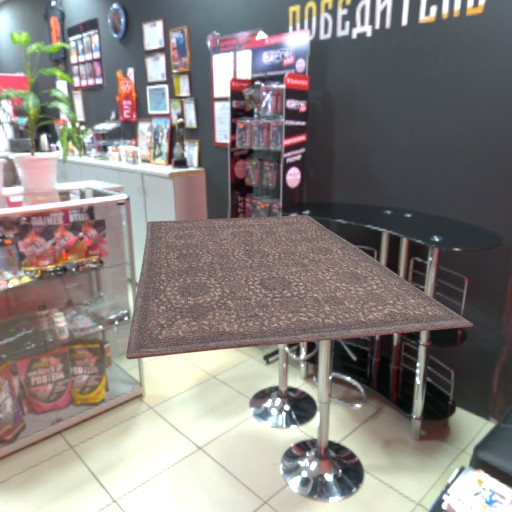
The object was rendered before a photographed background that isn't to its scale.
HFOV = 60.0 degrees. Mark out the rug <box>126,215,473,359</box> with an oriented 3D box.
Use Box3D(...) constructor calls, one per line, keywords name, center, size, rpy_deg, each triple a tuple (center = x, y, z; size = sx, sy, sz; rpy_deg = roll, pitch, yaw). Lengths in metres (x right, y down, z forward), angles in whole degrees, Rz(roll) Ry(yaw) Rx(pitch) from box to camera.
Box3D(name="rug", center=(0.000, 0.000, 3.047), size=(1.535, 0.022, 2.498), rpy_deg=(-3, 17, -11))
